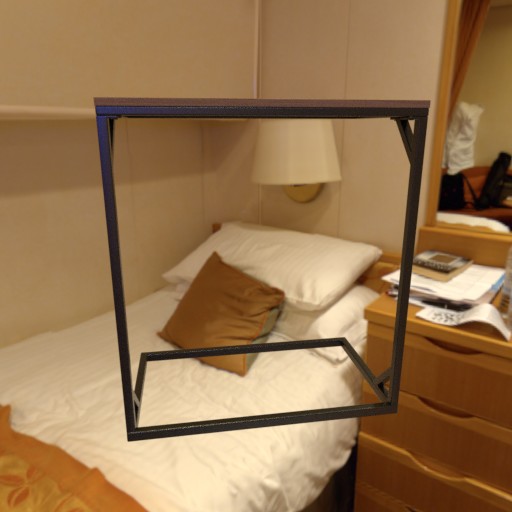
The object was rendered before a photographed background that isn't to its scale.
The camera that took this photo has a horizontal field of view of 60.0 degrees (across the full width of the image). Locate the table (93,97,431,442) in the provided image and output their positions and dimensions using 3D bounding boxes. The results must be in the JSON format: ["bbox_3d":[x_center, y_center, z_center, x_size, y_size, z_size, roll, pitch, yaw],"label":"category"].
[{"bbox_3d":[0.000,0.000,1.033,0.597,0.673,0.351,-3,17,-9],"label":"table"}]
